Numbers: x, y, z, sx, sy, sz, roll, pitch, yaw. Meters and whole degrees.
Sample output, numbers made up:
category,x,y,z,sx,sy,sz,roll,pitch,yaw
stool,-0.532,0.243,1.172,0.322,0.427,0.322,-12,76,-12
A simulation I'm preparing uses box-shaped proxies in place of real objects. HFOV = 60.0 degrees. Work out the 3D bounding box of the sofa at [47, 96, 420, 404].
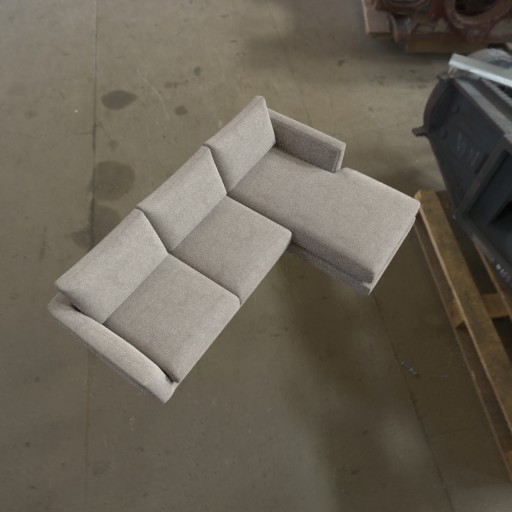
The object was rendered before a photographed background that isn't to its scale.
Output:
category,x,y,z,sx,sy,sz,roll,pitch,yaw
sofa,0.000,0.000,3.260,1.626,0.864,2.438,30,62,18
